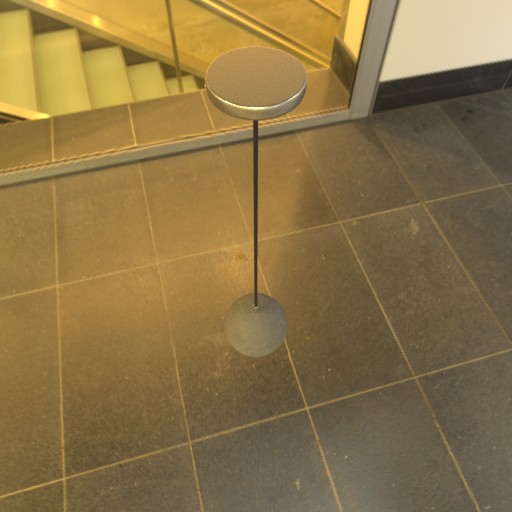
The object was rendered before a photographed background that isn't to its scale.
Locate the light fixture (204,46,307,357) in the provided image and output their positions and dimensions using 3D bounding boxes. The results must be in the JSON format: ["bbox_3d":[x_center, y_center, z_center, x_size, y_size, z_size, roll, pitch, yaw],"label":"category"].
[{"bbox_3d":[0.000,0.000,0.831,0.153,0.760,0.153,-30,61,-19],"label":"light fixture"}]
